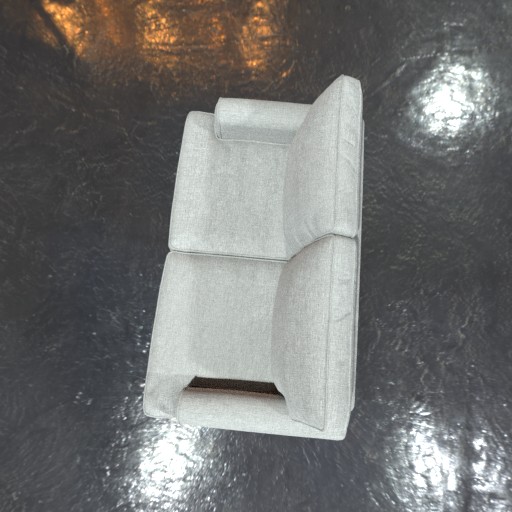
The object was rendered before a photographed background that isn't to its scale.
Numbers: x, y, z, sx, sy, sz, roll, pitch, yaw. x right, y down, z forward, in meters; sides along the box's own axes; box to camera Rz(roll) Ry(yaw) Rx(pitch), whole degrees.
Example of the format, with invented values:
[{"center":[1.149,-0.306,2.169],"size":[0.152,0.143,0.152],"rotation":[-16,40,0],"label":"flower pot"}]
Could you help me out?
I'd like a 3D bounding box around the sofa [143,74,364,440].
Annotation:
[{"center":[0.000,0.000,2.231],"size":[0.965,0.965,1.651],"rotation":[5,75,1],"label":"sofa"}]
